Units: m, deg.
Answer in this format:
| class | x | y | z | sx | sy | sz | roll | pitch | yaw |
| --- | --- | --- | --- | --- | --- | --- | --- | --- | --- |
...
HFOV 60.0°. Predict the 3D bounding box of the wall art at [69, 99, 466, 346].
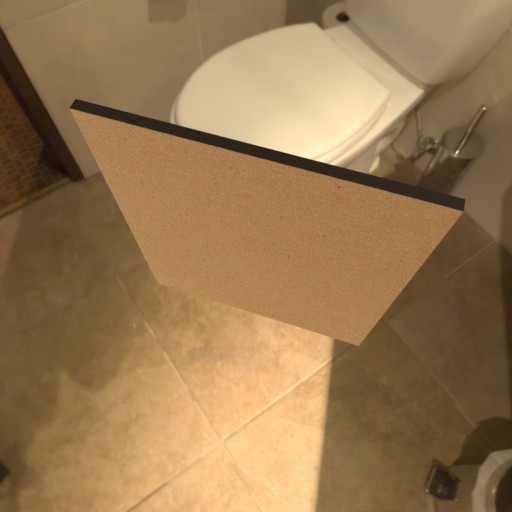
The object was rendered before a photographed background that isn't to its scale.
| class | x | y | z | sx | sy | sz | roll | pitch | yaw |
| --- | --- | --- | --- | --- | --- | --- | --- | --- | --- |
| wall art | 0.000 | 0.000 | 1.200 | 0.755 | 0.863 | 0.028 | 16 | 65 | 8 |
